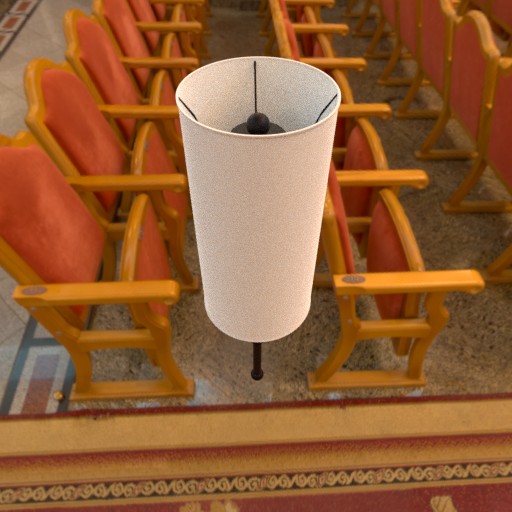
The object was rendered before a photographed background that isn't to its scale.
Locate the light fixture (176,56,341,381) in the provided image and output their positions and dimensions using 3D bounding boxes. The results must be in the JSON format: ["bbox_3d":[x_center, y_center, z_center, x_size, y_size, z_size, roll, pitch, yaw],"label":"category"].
[{"bbox_3d":[0.000,0.000,0.541,0.128,0.462,0.208,-2,47,-2],"label":"light fixture"}]
